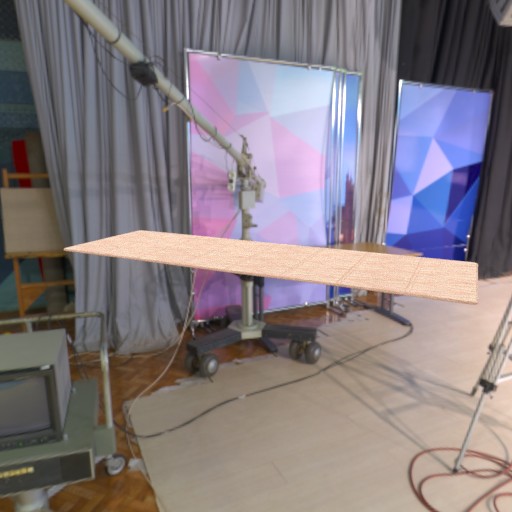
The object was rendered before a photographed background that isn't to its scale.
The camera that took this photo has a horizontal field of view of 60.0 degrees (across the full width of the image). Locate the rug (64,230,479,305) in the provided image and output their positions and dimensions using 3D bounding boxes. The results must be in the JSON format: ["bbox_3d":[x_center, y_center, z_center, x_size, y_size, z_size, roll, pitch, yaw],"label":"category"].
[{"bbox_3d":[0.000,0.000,2.698,2.435,0.015,0.760,6,15,25],"label":"rug"}]
